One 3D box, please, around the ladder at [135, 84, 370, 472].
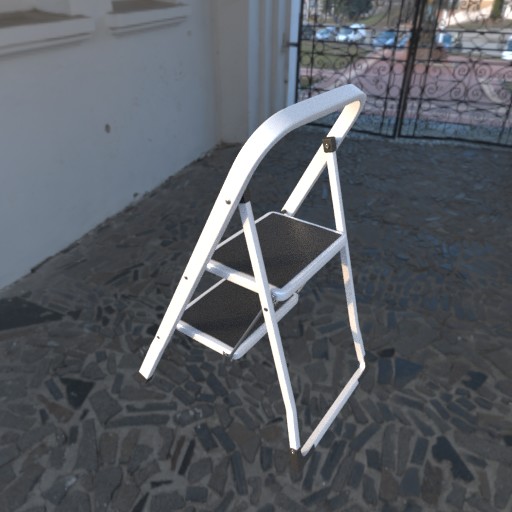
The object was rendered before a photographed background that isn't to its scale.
[{"bbox_3d":[0.000,0.000,1.103,0.544,0.810,0.460,21,38,30],"label":"ladder"}]
